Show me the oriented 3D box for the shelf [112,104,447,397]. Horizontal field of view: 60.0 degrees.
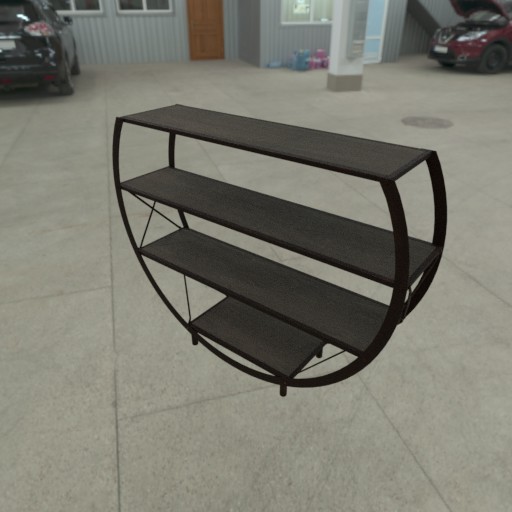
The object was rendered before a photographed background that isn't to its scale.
[{"bbox_3d":[0.000,0.000,1.907,1.403,1.063,0.344,21,36,32],"label":"shelf"}]
